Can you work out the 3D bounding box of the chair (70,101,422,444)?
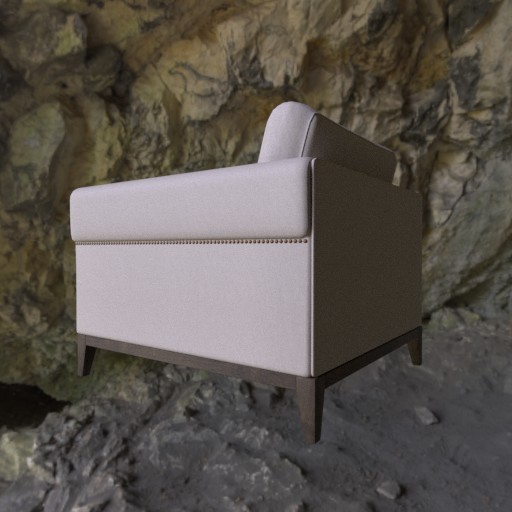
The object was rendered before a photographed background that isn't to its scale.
[{"bbox_3d":[0.000,0.000,1.636,0.959,0.838,0.914,1,1,36],"label":"chair"}]
